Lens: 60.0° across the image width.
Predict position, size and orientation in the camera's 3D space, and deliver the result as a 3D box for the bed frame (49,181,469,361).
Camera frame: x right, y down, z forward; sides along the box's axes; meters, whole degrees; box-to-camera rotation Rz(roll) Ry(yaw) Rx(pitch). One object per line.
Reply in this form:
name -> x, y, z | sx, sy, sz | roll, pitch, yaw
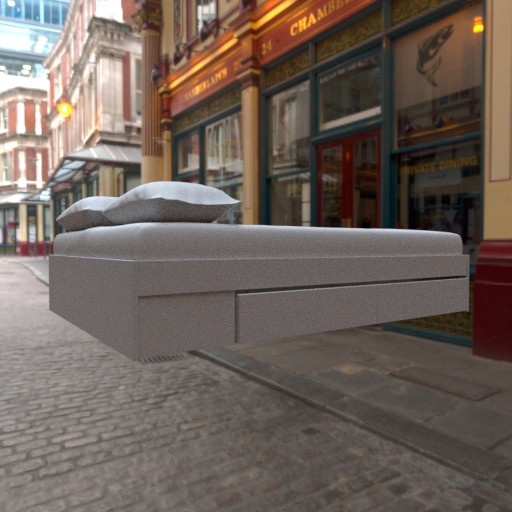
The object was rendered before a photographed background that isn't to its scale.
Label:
bed frame -> 0.000, 0.000, 2.554 | 1.950, 0.629, 1.450 | -1, 1, -35
